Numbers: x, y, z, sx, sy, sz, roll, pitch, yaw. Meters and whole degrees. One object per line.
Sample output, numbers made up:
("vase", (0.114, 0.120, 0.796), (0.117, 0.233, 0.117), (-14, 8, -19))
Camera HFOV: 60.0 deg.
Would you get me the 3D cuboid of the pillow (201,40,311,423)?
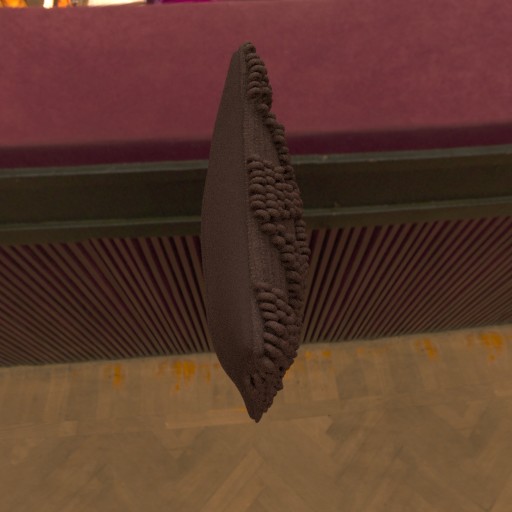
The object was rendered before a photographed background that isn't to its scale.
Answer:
("pillow", (0.000, 0.000, 0.729), (0.172, 0.467, 0.470), (-3, 64, -1))
